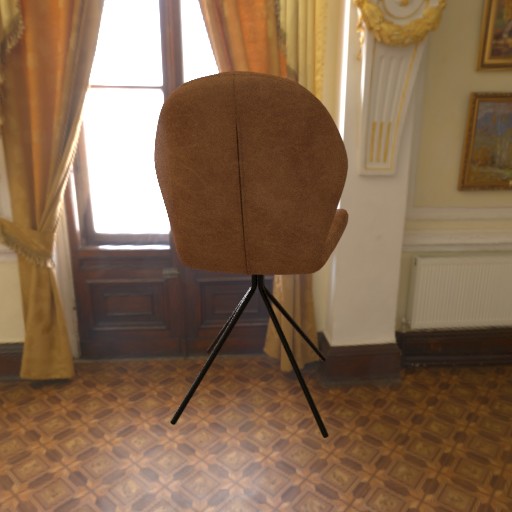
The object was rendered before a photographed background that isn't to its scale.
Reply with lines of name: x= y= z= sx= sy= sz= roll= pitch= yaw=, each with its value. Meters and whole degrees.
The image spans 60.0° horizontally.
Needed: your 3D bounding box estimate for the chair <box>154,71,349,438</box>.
chair: x=0.000 y=0.000 z=1.292 sx=0.527 sy=0.929 sz=0.640 roll=2 pitch=15 yaw=7
